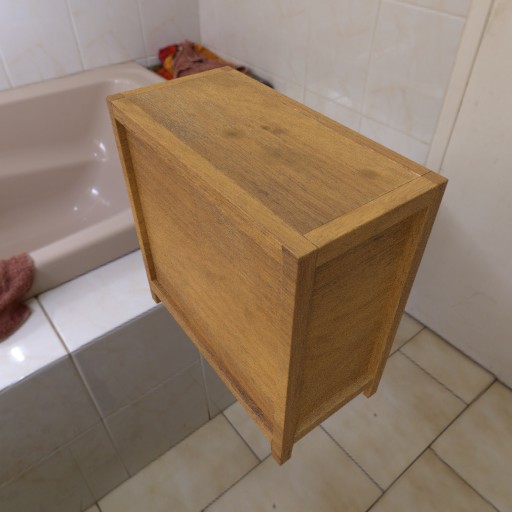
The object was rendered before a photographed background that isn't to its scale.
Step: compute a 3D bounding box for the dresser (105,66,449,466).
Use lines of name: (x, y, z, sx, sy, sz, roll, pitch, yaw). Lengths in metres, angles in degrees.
dresser: (0.000, 0.000, 1.319, 0.427, 0.804, 0.804, -26, 48, -26)
